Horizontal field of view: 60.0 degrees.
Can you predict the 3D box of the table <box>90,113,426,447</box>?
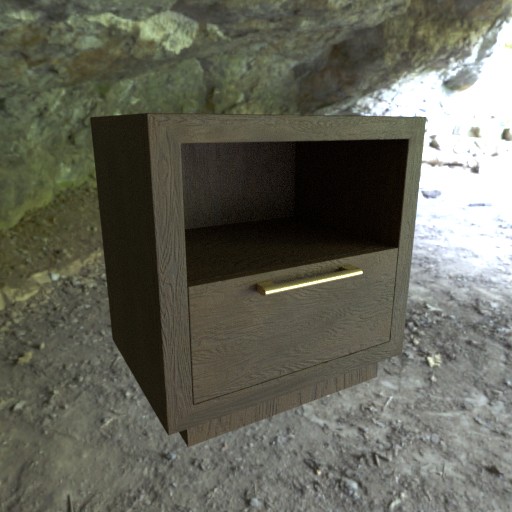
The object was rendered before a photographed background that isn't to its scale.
[{"bbox_3d":[0.000,0.000,0.975,0.560,0.585,0.439,-9,19,-29],"label":"table"}]
